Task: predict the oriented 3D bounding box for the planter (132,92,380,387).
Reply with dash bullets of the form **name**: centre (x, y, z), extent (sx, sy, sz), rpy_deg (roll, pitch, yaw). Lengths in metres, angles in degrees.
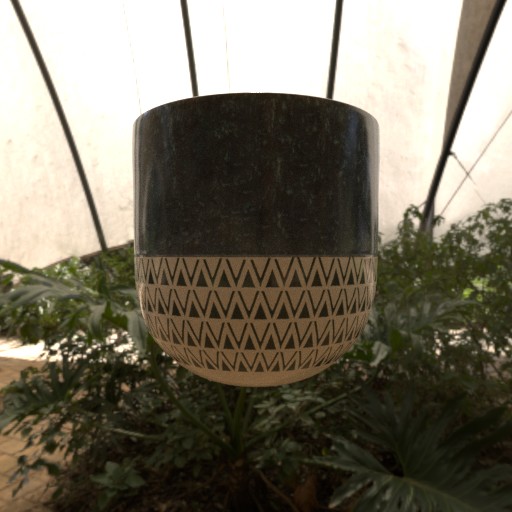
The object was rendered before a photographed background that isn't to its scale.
- **planter**: centre (0.000, 0.000, 0.495), extent (0.266, 0.270, 0.266), rpy_deg (0, 0, 0)
